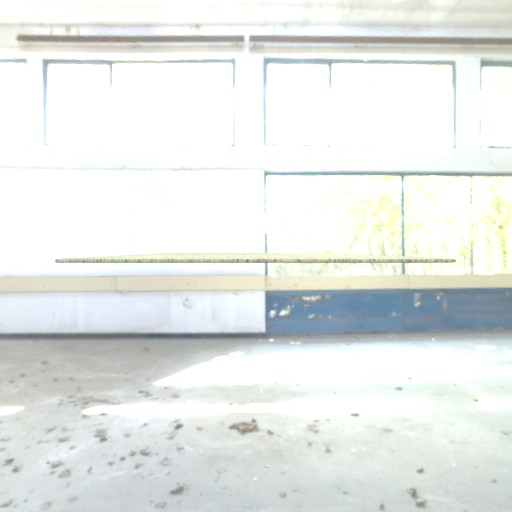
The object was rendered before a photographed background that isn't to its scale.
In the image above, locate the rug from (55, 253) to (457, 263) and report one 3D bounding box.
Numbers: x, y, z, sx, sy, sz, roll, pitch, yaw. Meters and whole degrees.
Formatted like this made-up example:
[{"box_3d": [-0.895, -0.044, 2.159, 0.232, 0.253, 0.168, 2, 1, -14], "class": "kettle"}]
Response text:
[{"box_3d": [0.000, 0.000, 2.270, 1.243, 0.014, 1.846, 0, 1, 0], "class": "rug"}]
